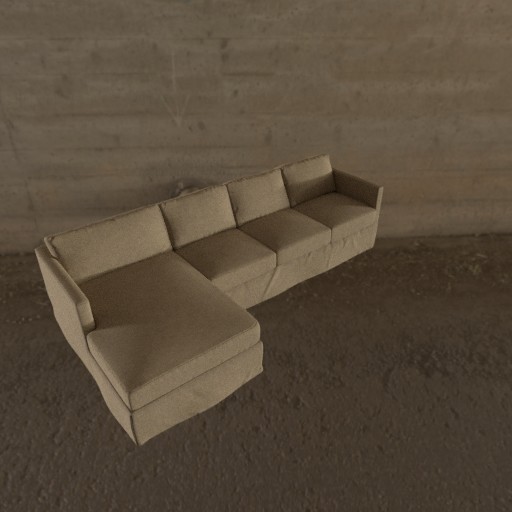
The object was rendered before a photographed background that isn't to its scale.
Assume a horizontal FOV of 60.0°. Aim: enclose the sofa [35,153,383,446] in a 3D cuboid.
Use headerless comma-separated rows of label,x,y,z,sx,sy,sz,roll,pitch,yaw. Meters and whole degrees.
sofa,0.000,0.000,3.904,3.198,0.920,1.638,-23,38,-32
